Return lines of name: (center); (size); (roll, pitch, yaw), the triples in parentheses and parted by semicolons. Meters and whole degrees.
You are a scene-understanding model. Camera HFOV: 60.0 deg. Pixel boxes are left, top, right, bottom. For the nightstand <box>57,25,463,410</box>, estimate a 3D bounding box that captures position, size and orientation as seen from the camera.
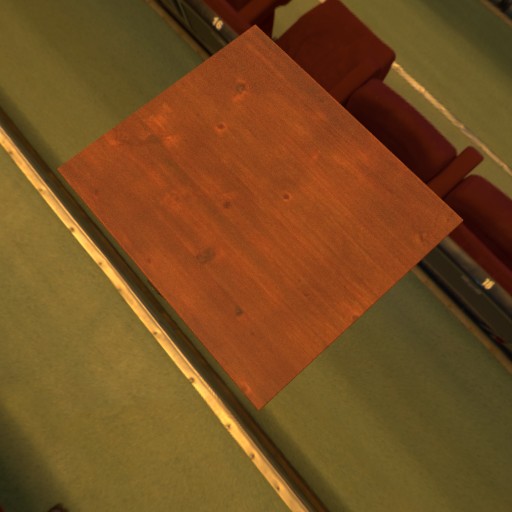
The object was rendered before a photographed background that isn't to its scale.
nightstand: (0.000, 0.000, 0.997); (0.410, 0.695, 0.465); (-40, 78, -10)
